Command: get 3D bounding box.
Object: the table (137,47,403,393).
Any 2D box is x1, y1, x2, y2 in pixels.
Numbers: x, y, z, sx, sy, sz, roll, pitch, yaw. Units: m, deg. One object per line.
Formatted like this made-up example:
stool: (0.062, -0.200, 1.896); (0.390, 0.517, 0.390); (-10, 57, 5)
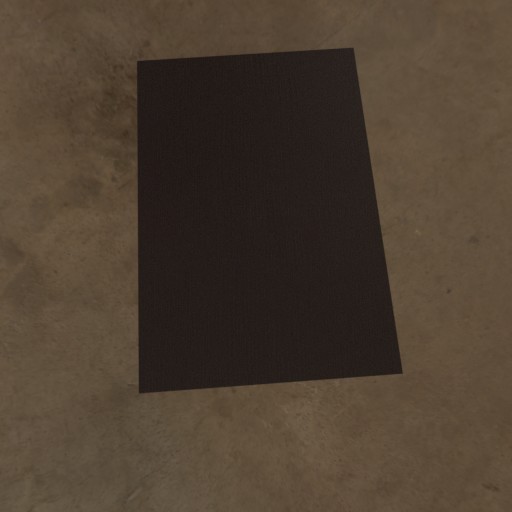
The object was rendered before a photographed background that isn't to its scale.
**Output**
table: (0.000, 0.000, 1.092); (0.408, 0.711, 0.589); (-4, 75, -1)
